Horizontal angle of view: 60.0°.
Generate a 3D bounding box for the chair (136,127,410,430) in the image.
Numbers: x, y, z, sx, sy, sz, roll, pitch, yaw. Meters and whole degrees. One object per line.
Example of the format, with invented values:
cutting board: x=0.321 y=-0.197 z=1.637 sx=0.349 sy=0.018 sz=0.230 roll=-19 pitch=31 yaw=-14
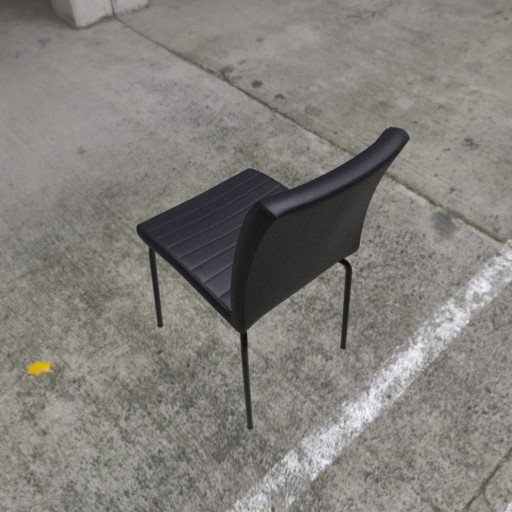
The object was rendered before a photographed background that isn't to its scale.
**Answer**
chair: x=0.000 y=0.000 z=1.225 sx=0.450 sy=0.872 sz=0.572 roll=-32 pitch=55 yaw=-27
